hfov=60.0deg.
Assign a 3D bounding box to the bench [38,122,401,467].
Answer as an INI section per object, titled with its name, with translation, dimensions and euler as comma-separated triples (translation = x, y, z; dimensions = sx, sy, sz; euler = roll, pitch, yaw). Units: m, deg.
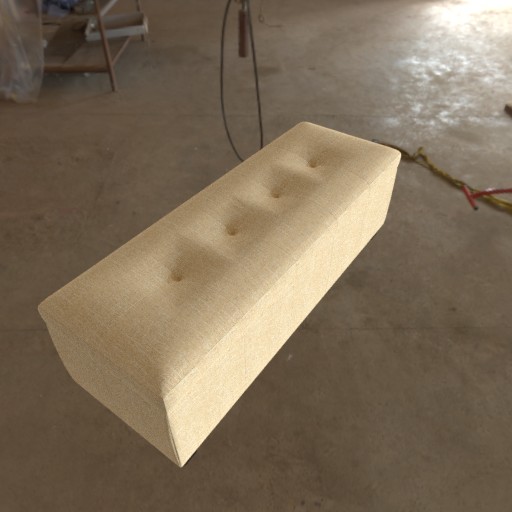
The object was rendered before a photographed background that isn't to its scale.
[bench]
translation = 0.000, 0.000, 1.442
dimensions = 0.432, 0.406, 1.219
euler = 26, 48, 26
